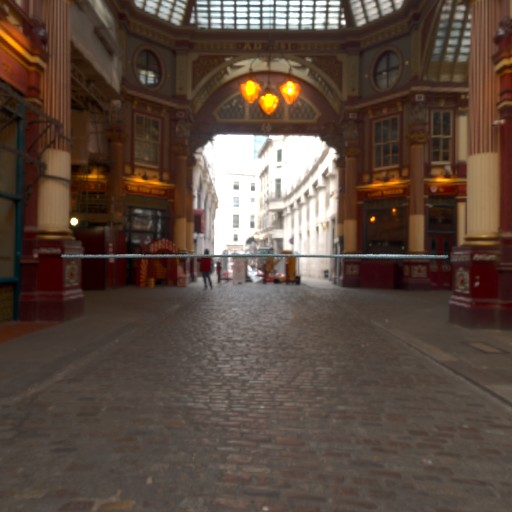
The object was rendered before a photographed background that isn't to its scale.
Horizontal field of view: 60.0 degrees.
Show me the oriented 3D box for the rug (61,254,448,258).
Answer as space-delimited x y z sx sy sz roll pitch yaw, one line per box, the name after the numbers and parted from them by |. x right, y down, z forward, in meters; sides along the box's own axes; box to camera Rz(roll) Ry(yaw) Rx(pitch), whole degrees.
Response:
0.000 0.000 2.961 1.611 0.026 2.260 0 0 0 | rug
